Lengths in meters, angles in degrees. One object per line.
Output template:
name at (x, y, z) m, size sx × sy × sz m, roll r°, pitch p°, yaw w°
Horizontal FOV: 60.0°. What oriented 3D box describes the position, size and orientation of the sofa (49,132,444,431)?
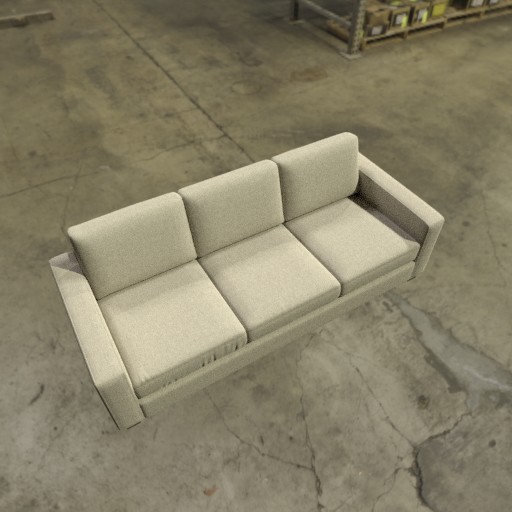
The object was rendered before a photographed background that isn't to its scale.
sofa at (0.000, 0.000, 2.667) m, size 2.160 × 0.800 × 0.900 m, roll -23°, pitch 51°, yaw -20°
